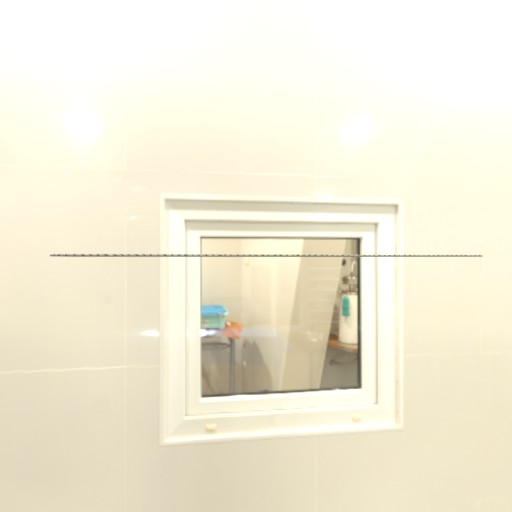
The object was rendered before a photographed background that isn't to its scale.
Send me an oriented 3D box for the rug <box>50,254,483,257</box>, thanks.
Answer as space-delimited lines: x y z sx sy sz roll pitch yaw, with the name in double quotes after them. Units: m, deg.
0.000 0.000 2.213 1.752 0.008 1.144 0 0 -18 "rug"
